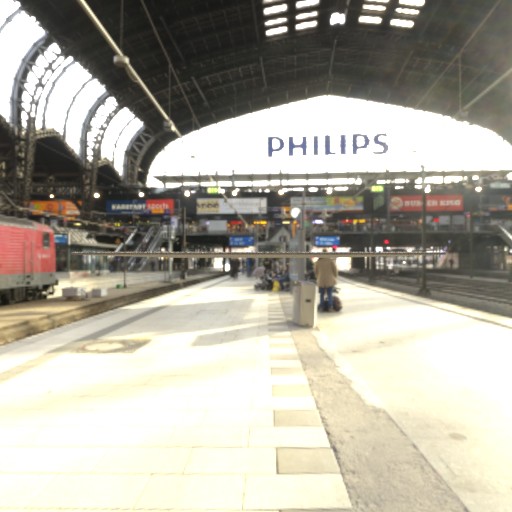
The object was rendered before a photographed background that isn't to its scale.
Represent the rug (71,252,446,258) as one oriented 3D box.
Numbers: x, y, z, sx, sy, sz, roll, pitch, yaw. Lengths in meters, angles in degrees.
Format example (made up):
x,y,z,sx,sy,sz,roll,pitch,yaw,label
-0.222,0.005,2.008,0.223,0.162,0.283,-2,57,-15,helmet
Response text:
x,y,z,sx,sy,sz,roll,pitch,yaw,label
0.000,0.000,2.272,1.175,0.008,1.783,0,-1,-1,rug
